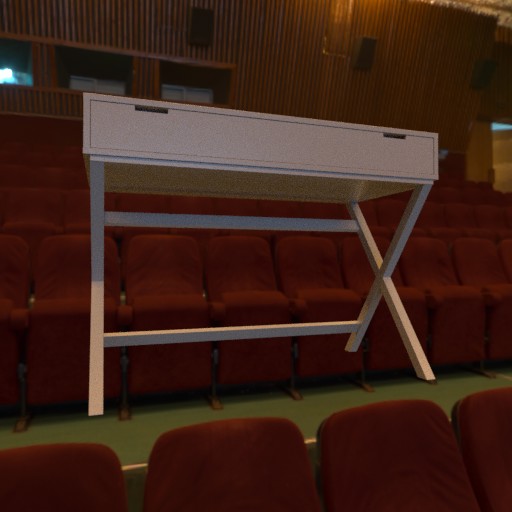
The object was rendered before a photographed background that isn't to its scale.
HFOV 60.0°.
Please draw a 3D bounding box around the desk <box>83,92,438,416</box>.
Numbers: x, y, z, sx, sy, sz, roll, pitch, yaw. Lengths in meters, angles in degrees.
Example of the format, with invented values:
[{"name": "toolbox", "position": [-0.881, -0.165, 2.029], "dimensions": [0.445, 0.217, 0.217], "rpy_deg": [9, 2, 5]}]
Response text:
[{"name": "desk", "position": [0.000, 0.000, 1.477], "dimensions": [1.059, 0.780, 0.509], "rpy_deg": [0, -1, -19]}]
